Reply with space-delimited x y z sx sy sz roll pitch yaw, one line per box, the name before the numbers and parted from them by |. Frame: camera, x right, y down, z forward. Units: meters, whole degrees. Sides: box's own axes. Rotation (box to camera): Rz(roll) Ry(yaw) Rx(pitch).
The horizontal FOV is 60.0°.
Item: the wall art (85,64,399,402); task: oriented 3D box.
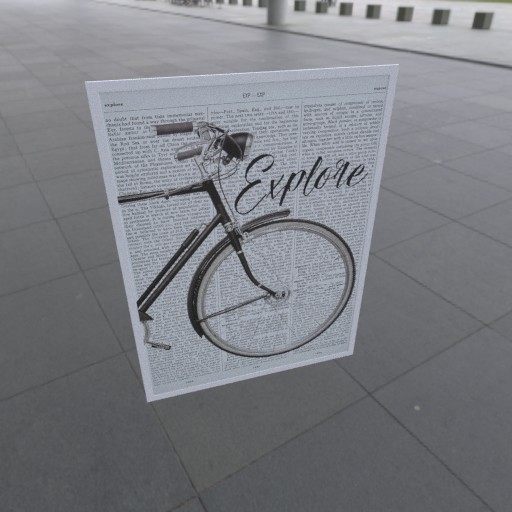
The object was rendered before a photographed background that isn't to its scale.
wall art | 0.000 0.000 0.785 0.457 0.610 0.003 -9 33 -14
